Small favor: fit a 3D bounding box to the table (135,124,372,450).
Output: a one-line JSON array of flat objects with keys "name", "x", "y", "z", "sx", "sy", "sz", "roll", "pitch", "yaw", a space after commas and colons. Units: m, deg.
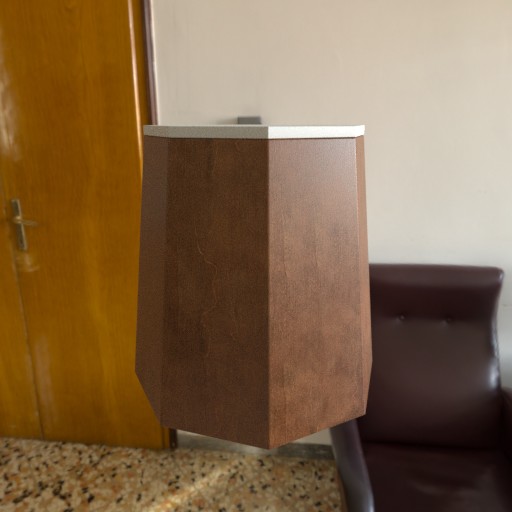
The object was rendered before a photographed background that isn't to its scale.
[{"name": "table", "x": 0.000, "y": 0.000, "z": 0.808, "sx": 0.439, "sy": 0.457, "sz": 0.439, "roll": -9, "pitch": 19, "yaw": -28}]
